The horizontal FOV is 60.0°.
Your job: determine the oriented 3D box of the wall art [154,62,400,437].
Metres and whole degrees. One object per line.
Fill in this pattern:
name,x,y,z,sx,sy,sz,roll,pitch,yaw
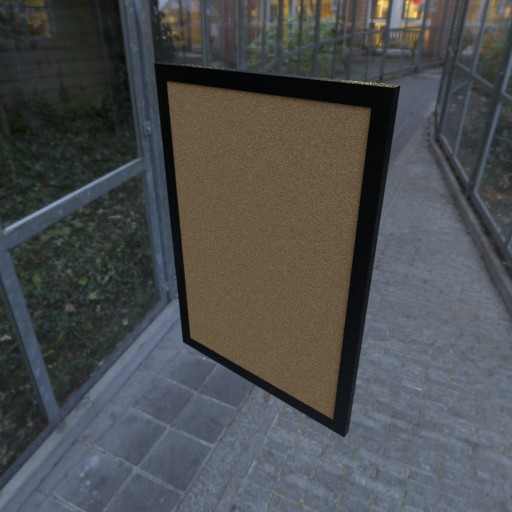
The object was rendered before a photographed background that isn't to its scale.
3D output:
wall art,0.000,0.000,0.850,0.462,0.656,0.019,21,36,33
